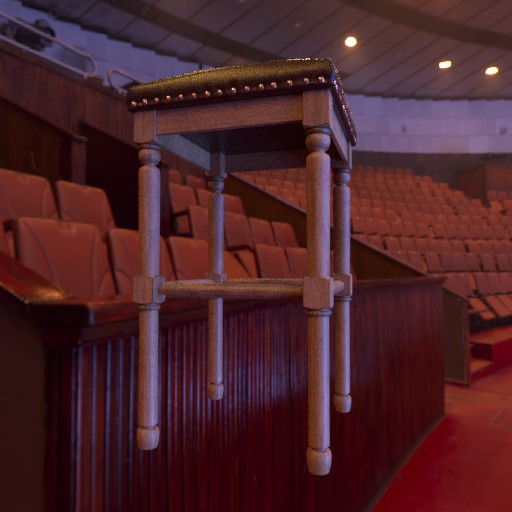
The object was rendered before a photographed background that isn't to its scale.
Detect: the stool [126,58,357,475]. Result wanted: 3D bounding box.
[{"bbox_3d":[0.000,0.000,0.922,0.383,0.702,0.382,0,-1,18],"label":"stool"}]
